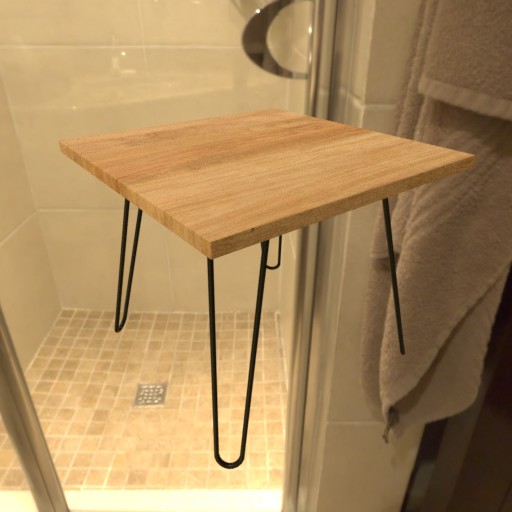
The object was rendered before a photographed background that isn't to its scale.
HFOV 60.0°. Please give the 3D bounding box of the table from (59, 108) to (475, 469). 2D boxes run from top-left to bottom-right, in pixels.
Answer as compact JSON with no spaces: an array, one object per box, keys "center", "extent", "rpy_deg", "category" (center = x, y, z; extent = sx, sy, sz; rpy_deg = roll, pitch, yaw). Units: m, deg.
[{"center":[0.000,0.000,1.013],"extent":[0.599,0.500,0.599],"rpy_deg":[-20,35,-32],"category":"table"}]
